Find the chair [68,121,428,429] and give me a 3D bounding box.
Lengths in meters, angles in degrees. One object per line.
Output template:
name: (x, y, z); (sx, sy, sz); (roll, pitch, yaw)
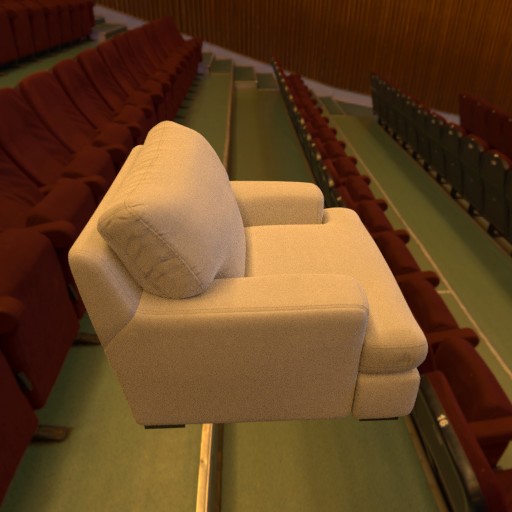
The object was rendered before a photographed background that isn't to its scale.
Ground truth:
chair: (0.000, 0.000, 1.911); (1.158, 0.930, 1.140); (-1, 31, -2)
